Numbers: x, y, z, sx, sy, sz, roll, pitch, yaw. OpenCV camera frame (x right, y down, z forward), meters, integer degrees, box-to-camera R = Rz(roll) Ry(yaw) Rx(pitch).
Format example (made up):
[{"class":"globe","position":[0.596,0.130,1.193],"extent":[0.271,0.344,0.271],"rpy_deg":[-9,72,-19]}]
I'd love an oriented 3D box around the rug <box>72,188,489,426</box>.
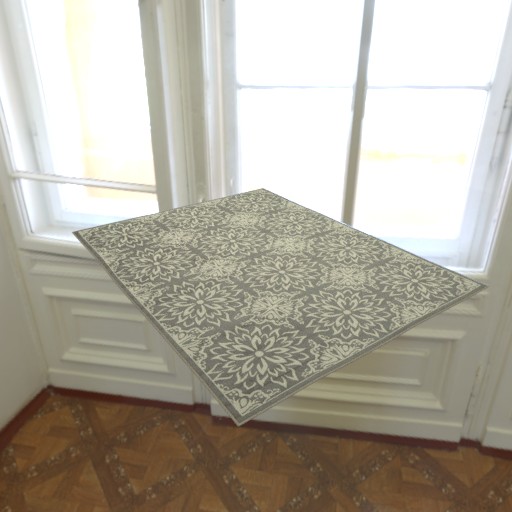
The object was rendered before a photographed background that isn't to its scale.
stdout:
[{"class":"rug","position":[0.000,0.000,3.936],"extent":[2.363,0.012,2.980],"rpy_deg":[-18,32,-31]}]
